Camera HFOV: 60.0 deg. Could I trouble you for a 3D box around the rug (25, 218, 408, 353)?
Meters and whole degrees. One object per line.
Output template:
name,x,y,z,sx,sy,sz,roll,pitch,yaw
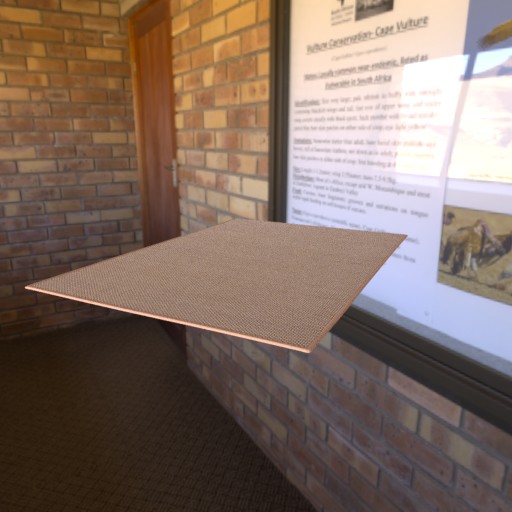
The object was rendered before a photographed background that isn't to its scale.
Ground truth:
rug,0.000,0.000,2.802,1.524,0.013,2.134,8,17,26
